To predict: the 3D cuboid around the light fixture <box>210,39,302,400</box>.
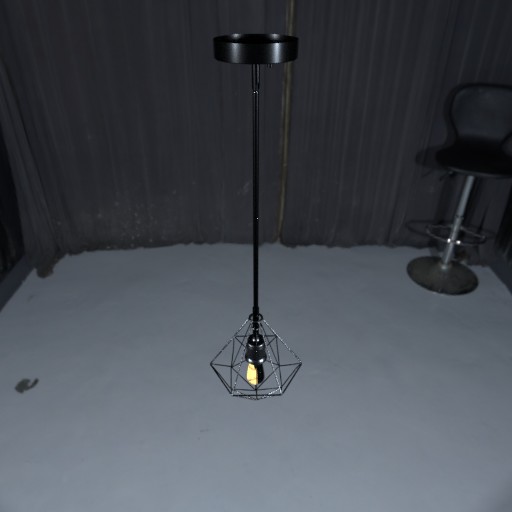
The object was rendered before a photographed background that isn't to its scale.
[{"bbox_3d":[0.000,0.000,1.991,0.487,1.764,0.431,-1,32,-1],"label":"light fixture"}]
